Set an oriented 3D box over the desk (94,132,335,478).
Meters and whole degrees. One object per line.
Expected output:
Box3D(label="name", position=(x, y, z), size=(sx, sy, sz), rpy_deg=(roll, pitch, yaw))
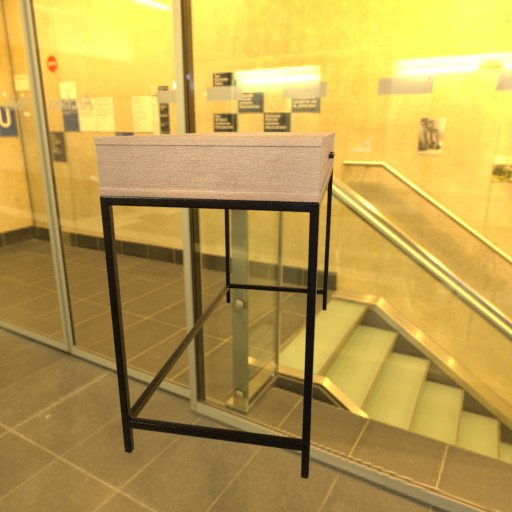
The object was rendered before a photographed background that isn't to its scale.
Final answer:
Box3D(label="desk", position=(0.000, 0.000, 1.435), size=(0.470, 0.762, 1.016), rpy_deg=(3, 16, 11))
